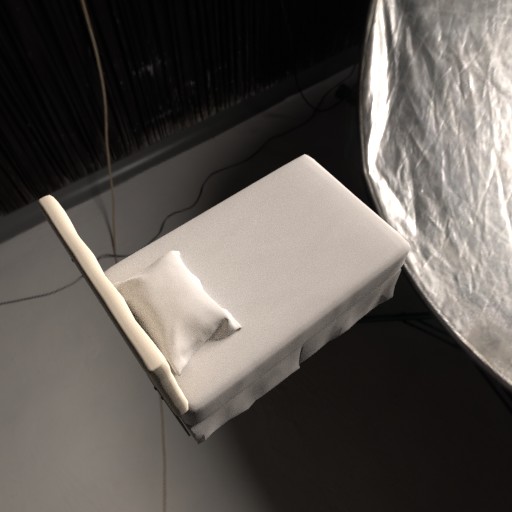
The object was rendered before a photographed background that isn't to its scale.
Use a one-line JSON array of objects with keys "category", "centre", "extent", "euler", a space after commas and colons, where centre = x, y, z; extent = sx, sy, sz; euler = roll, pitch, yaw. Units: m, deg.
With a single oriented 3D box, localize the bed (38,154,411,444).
[{"category": "bed", "centre": [0.000, 0.000, 2.999], "extent": [1.997, 1.571, 1.261], "euler": [-33, 64, -19]}]
